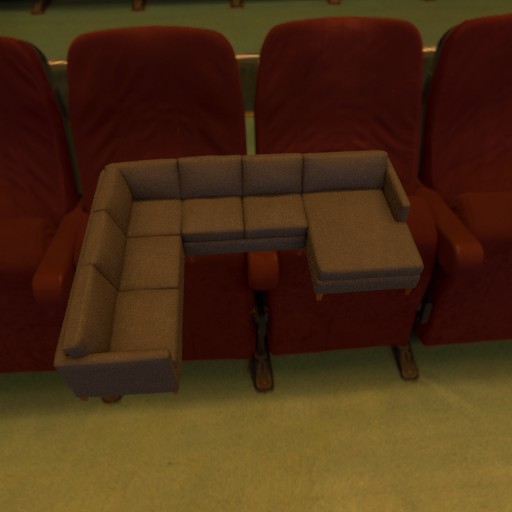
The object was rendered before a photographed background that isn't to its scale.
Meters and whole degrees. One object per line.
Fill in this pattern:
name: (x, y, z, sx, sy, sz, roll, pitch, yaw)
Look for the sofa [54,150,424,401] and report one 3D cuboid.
sofa: (0.000, 0.000, 4.627, 3.460, 0.961, 2.594, -3, 48, -3)
